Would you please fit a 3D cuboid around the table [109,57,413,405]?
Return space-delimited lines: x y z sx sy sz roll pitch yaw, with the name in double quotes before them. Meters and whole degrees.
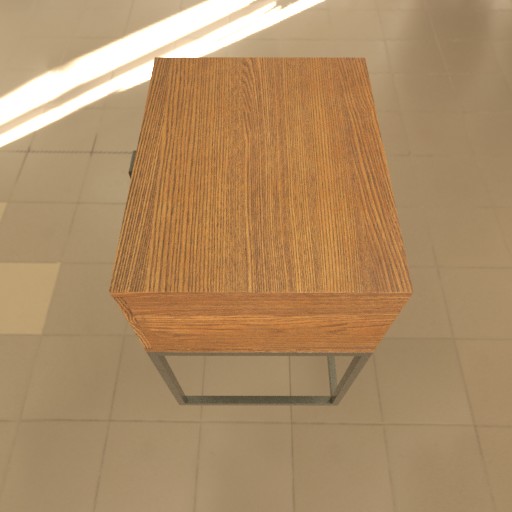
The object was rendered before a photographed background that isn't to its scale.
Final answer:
"table" 0.000 0.000 0.947 0.400 0.610 0.482 0 58 0
